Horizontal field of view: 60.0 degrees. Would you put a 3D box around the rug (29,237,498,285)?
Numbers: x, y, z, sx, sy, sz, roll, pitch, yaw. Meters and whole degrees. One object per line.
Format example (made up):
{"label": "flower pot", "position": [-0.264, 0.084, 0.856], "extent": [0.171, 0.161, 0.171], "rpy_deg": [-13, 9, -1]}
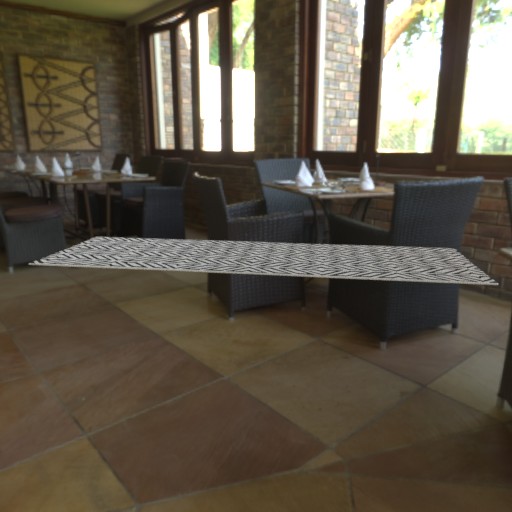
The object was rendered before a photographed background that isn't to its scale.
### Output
{"label": "rug", "position": [0.000, 0.000, 2.630], "extent": [2.435, 0.009, 0.750], "rpy_deg": [2, 14, 8]}
